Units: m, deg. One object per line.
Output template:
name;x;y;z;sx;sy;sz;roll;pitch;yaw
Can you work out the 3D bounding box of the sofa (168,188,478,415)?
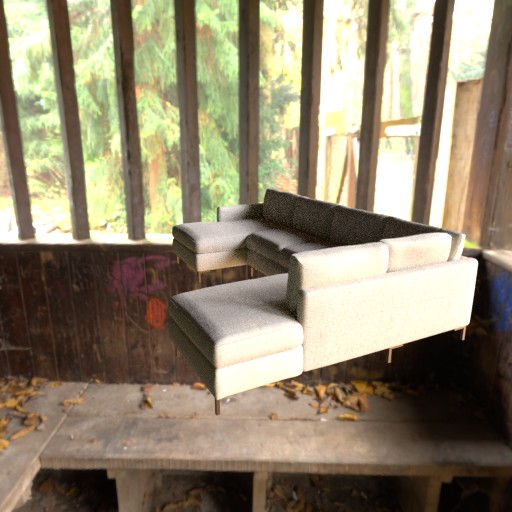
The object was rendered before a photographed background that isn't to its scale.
sofa;0.000;0.000;3.643;1.879;0.756;2.737;-8;18;-26
